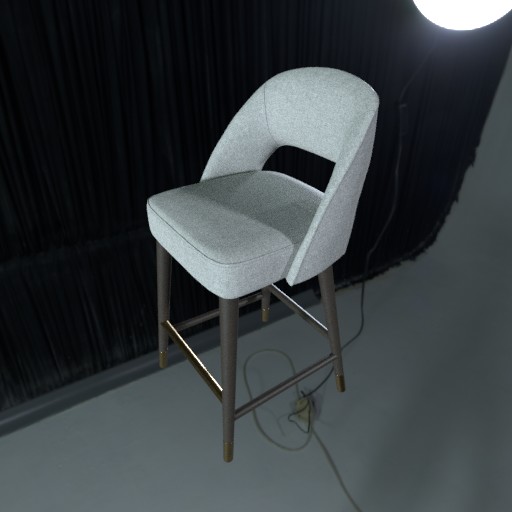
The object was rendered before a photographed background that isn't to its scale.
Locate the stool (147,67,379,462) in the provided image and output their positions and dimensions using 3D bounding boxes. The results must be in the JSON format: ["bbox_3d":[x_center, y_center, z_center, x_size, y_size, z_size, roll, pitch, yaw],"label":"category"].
[{"bbox_3d":[0.000,0.000,1.250,0.509,0.940,0.494,-20,37,-29],"label":"stool"}]
